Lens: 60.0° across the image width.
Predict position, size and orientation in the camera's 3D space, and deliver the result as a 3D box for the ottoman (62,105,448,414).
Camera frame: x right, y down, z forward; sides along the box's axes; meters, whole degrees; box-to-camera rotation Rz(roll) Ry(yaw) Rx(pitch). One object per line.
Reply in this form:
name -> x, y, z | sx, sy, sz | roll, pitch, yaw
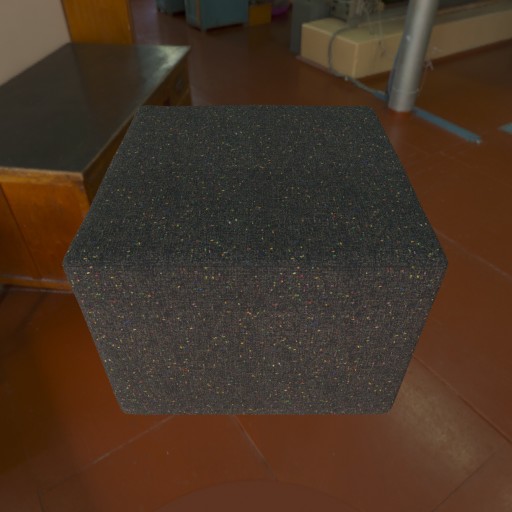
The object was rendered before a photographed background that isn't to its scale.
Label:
ottoman -> 0.000, 0.000, 0.873 | 0.508, 0.432, 0.508 | 0, 42, 0
